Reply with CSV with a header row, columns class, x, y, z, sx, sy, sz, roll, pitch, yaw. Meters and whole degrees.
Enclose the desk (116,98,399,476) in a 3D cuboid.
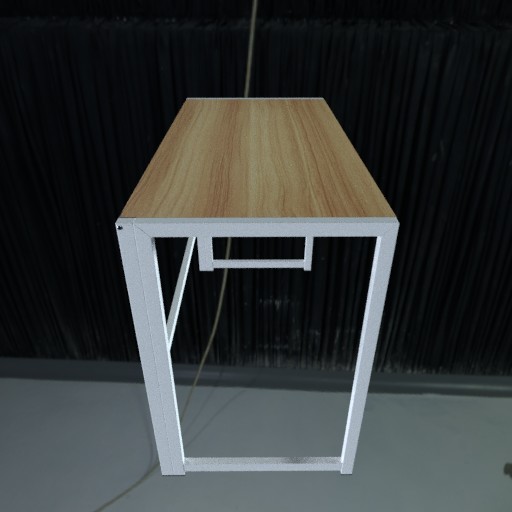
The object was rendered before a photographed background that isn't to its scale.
class,x,y,z,sx,sy,sz,roll,pitch,yaw
desk,0.000,0.000,1.420,0.508,0.762,1.016,0,32,0
